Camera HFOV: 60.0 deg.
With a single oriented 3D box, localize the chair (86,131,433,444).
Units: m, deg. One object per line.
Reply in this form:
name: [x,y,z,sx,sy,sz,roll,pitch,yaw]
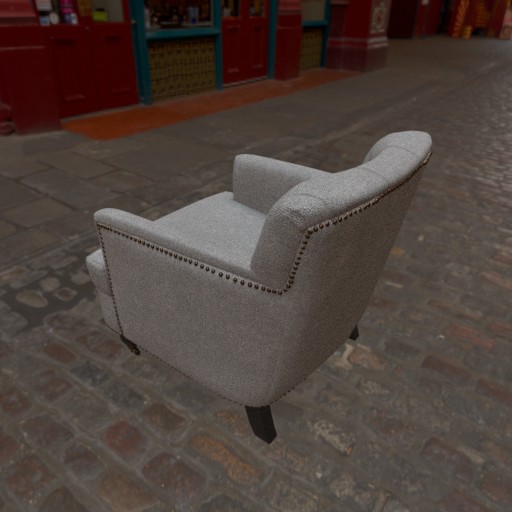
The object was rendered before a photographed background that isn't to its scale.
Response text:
chair: [0.000,0.000,1.478,0.902,0.823,0.737,21,36,31]
